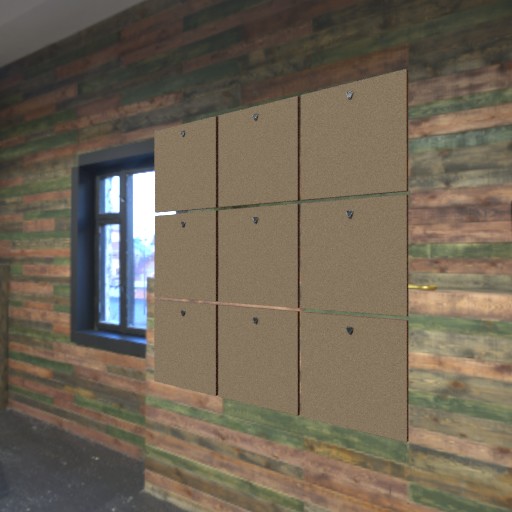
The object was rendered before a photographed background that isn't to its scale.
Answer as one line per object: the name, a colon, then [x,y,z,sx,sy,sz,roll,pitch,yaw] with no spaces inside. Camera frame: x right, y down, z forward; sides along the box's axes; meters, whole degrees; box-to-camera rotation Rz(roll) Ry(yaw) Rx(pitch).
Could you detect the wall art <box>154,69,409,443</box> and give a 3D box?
wall art: [0.000,0.000,1.341,0.906,0.904,0.018,0,0,36]
